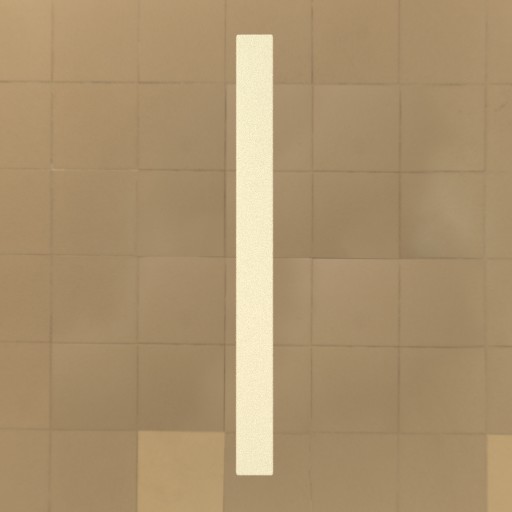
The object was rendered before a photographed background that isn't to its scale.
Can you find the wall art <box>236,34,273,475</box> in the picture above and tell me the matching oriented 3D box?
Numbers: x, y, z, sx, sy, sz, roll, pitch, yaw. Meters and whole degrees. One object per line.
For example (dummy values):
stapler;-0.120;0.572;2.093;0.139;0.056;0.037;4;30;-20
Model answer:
wall art;0.000;0.000;0.522;0.028;0.381;0.331;0;90;0
